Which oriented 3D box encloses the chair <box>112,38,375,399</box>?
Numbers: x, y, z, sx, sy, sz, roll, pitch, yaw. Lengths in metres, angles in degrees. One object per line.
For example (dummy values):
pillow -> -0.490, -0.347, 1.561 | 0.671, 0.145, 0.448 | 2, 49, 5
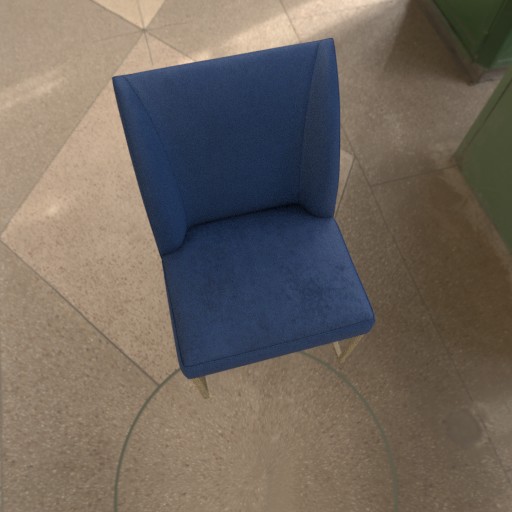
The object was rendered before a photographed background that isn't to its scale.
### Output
chair -> 0.000, 0.000, 1.180 | 0.508, 0.863, 0.522 | -13, 64, -7
